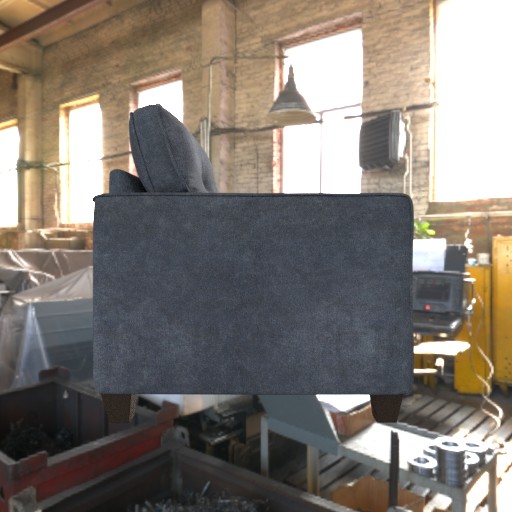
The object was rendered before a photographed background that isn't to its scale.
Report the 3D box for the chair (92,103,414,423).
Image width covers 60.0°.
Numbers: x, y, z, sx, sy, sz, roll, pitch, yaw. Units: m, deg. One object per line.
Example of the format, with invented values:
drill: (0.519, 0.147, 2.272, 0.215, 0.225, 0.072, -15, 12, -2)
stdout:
chair: (0.000, 0.000, 1.740, 0.939, 0.965, 1.015, 0, 1, 1)
